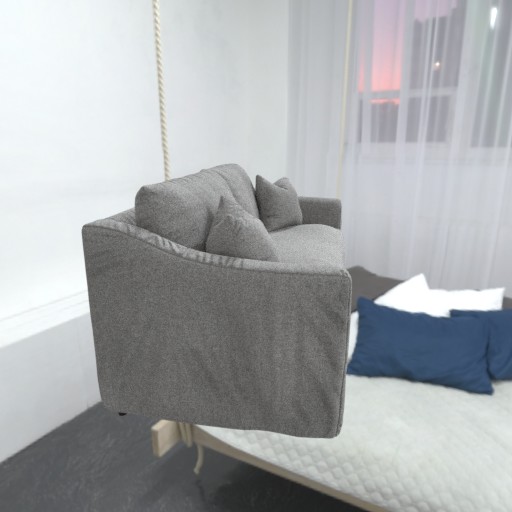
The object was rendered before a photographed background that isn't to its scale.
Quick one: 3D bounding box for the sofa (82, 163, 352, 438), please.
[{"bbox_3d":[0.000,0.000,2.653,1.072,1.018,2.010,3,16,9],"label":"sofa"}]
